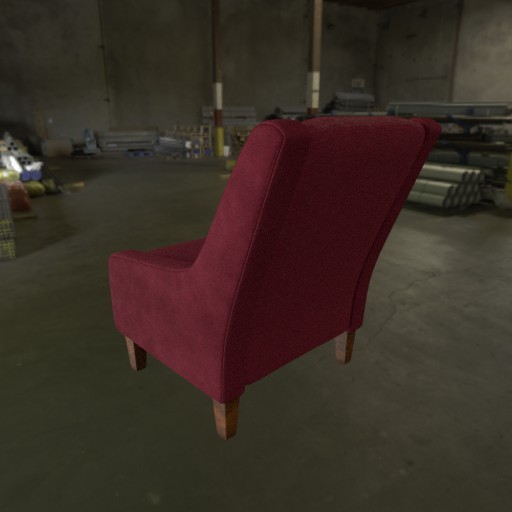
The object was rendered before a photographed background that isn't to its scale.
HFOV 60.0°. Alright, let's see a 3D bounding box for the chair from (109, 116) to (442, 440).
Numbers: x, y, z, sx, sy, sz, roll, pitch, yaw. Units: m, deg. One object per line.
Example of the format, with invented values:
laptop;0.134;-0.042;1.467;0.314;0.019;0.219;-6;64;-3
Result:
chair;0.000;0.000;1.687;0.793;1.017;0.985;-16;24;-42
